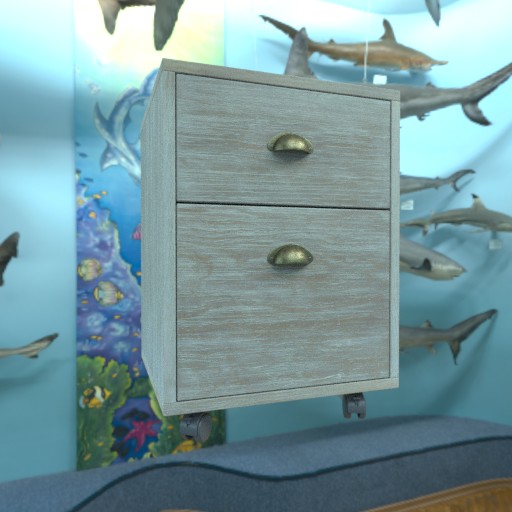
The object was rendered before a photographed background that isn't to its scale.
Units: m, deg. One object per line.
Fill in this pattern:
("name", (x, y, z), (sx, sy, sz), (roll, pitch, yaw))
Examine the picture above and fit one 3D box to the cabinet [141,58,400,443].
("cabinet", (0.000, 0.000, 0.877), (0.409, 0.579, 0.401), (0, 1, -19))
